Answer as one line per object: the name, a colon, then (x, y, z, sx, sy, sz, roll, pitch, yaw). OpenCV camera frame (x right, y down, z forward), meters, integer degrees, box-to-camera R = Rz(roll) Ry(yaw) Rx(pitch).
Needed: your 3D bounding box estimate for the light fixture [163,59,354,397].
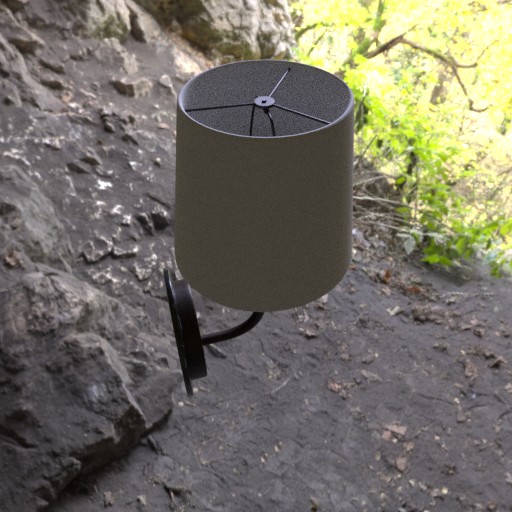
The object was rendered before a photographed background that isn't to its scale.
light fixture: (0.000, 0.000, 0.445, 0.188, 0.337, 0.168, -11, 47, -11)
